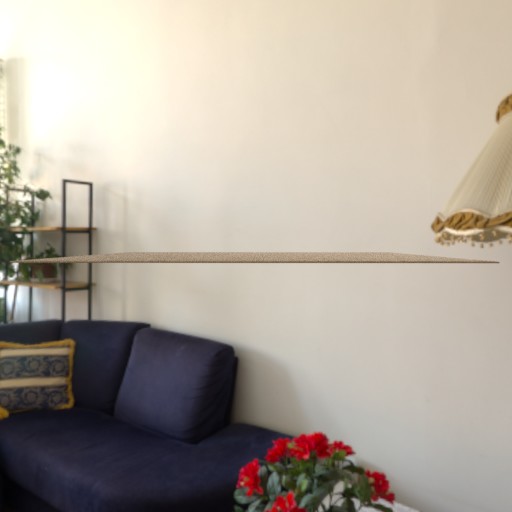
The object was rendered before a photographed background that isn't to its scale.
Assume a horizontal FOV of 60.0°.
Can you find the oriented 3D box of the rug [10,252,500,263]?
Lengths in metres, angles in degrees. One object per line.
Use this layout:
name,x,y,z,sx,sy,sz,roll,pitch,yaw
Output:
rug,0.000,0.000,3.940,3.034,0.012,2.406,0,2,1
